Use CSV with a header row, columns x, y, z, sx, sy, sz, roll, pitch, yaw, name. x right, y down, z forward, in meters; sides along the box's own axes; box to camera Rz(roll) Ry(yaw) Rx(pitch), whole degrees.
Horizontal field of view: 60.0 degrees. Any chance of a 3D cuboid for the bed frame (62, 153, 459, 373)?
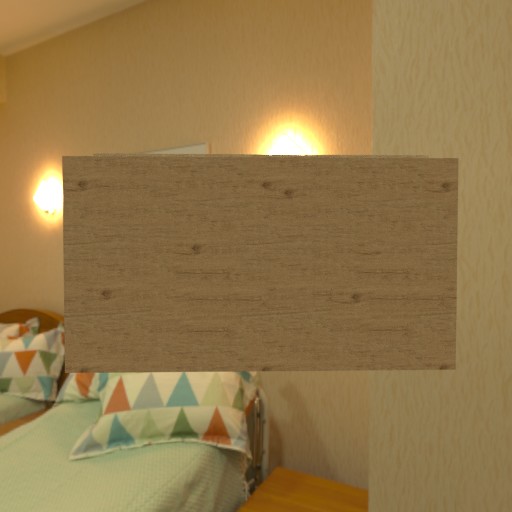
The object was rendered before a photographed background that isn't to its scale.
x,y,z,sx,sy,sz,roll,pitch,yaw,name
0.000,0.000,3.008,1.750,0.970,2.080,0,2,-2,bed frame
